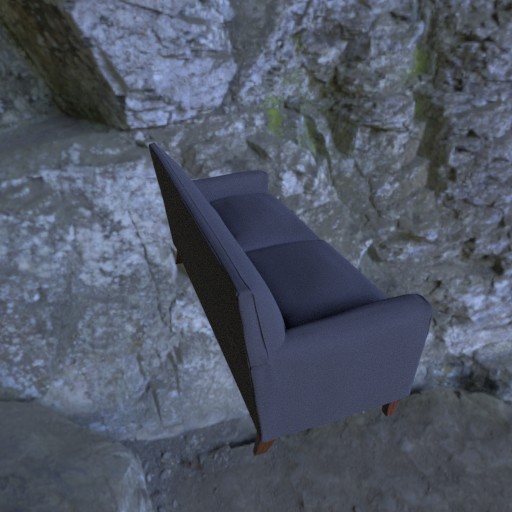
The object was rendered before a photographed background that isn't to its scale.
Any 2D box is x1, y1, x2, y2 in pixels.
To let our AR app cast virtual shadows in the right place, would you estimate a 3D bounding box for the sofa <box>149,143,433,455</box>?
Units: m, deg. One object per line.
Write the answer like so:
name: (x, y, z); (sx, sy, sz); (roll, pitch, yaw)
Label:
sofa: (0.000, 0.000, 2.509); (0.843, 0.907, 2.002); (-10, 29, -18)
